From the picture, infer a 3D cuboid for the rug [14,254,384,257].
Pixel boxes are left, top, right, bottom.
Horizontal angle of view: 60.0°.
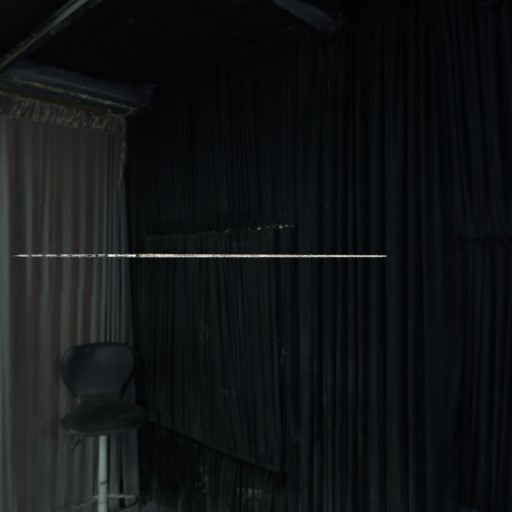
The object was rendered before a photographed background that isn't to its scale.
[{"bbox_3d":[0.000,0.000,2.843,0.762,0.011,2.664,0,0,37],"label":"rug"}]
